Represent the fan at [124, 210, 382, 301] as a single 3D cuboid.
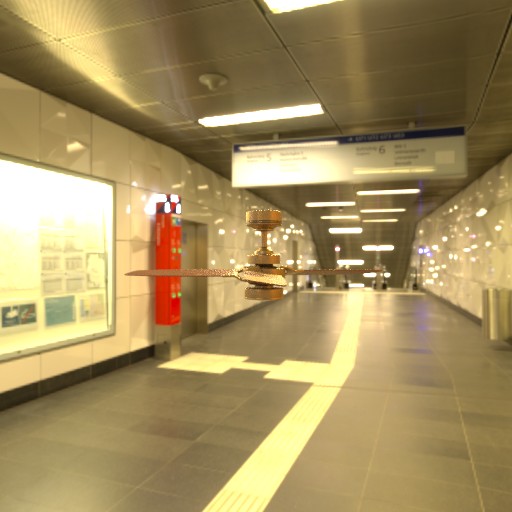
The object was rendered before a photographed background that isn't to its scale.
[{"bbox_3d":[0.000,0.000,1.985,1.416,0.425,1.271,0,0,1],"label":"fan"}]
